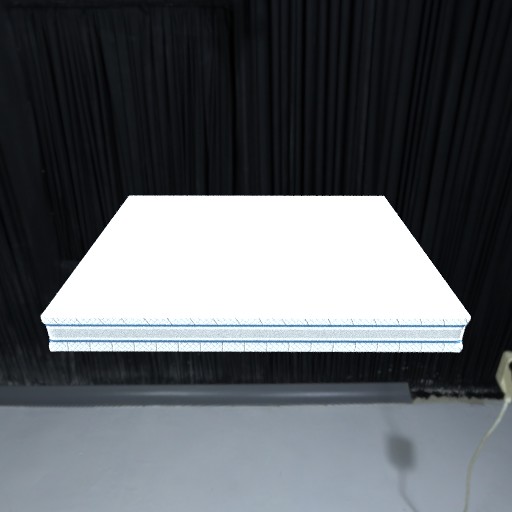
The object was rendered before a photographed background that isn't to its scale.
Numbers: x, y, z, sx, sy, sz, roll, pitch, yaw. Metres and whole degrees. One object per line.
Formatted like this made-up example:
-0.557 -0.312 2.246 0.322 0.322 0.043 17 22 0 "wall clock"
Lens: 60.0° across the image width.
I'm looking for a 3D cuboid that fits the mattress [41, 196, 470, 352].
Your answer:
0.000 0.000 2.809 2.000 0.230 1.600 0 28 0 "mattress"
